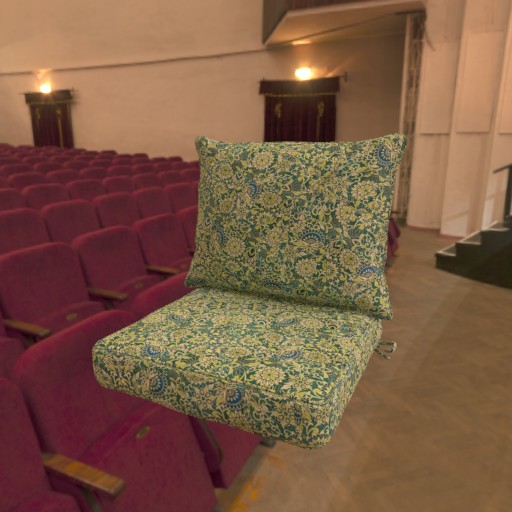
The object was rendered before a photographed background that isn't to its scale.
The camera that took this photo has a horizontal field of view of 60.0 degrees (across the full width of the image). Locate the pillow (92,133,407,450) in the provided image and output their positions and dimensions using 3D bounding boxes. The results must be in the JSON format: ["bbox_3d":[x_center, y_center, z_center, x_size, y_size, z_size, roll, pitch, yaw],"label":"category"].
[{"bbox_3d":[0.000,0.000,1.345,0.798,0.722,0.740,7,16,25],"label":"pillow"}]
